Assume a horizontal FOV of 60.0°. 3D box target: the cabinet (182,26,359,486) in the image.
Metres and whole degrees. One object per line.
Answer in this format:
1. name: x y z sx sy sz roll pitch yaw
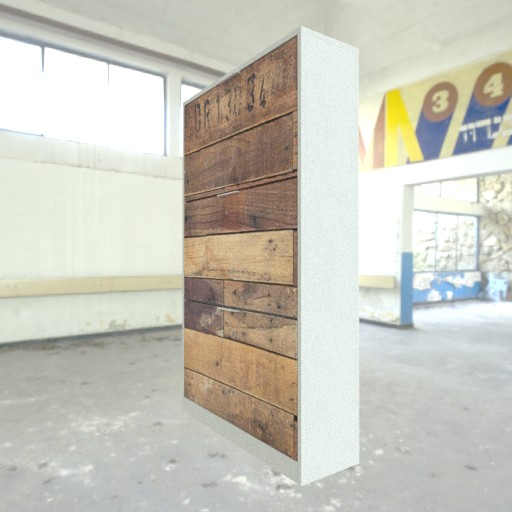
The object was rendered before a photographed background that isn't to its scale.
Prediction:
1. cabinet: 0.000 0.000 1.602 0.250 1.280 0.750 0 0 -35
